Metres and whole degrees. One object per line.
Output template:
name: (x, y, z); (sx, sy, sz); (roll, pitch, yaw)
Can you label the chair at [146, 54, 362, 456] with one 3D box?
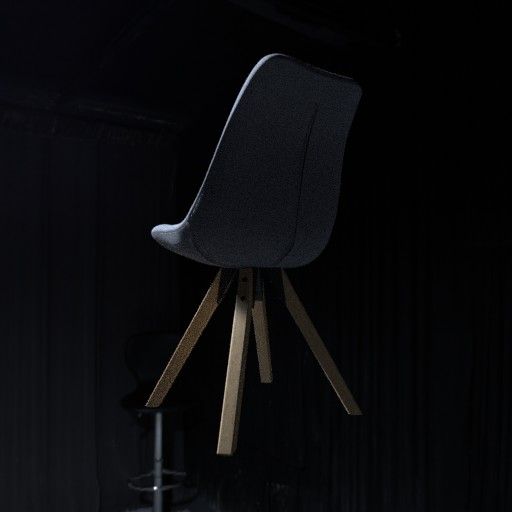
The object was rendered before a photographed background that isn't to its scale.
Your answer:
chair: (0.000, 0.000, 1.209); (0.485, 0.850, 0.550); (0, -1, -37)
